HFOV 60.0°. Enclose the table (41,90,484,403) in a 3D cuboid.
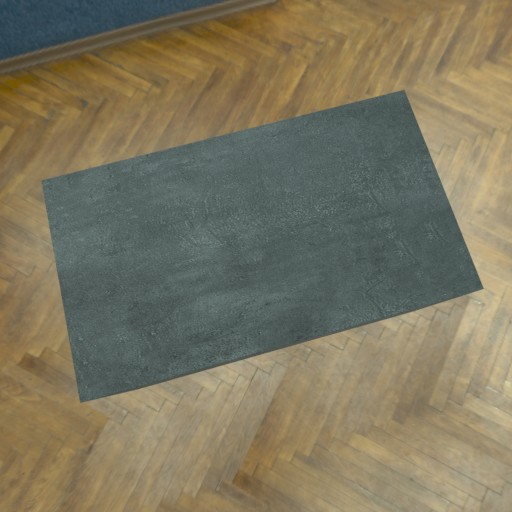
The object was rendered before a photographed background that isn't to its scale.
[{"bbox_3d":[0.000,0.000,0.952,0.700,0.350,0.400,-15,77,-4],"label":"table"}]
